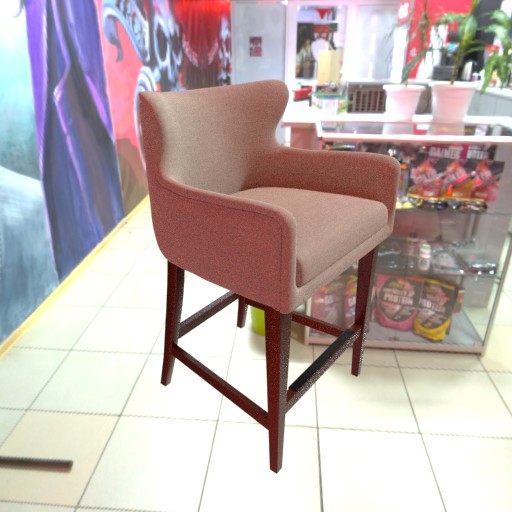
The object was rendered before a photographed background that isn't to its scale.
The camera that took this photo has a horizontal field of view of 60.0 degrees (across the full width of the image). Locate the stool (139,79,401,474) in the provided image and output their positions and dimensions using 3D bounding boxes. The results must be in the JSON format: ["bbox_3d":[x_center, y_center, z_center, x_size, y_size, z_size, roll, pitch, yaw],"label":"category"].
[{"bbox_3d":[0.000,0.000,1.379,0.637,0.987,0.615,18,31,33],"label":"stool"}]
